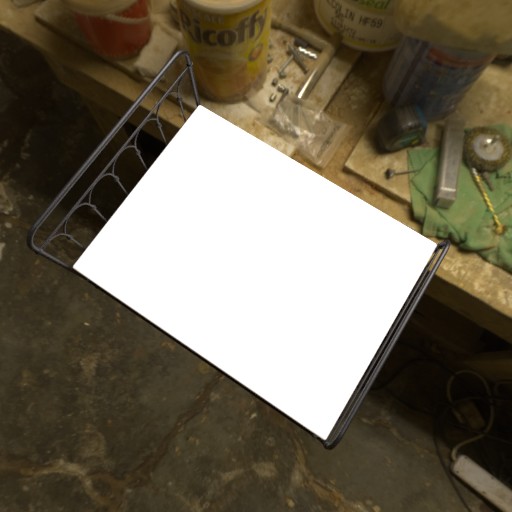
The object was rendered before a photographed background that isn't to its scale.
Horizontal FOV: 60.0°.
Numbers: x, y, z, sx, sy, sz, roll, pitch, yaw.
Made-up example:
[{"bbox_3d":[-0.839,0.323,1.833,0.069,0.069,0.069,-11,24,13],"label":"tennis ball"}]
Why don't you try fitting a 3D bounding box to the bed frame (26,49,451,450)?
[{"bbox_3d":[0.000,0.000,3.146,2.203,1.276,1.664,32,77,8],"label":"bed frame"}]
